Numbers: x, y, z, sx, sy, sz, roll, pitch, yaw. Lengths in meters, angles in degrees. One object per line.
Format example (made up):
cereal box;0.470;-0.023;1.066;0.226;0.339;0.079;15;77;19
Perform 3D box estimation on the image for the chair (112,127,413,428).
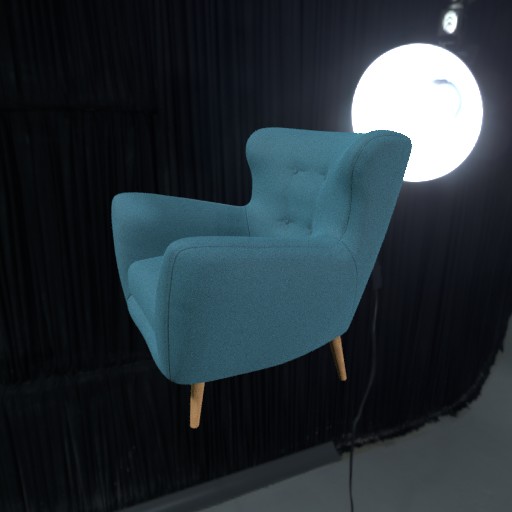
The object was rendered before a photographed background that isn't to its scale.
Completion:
chair;0.000;0.000;1.608;0.889;0.889;0.890;-8;18;-25
